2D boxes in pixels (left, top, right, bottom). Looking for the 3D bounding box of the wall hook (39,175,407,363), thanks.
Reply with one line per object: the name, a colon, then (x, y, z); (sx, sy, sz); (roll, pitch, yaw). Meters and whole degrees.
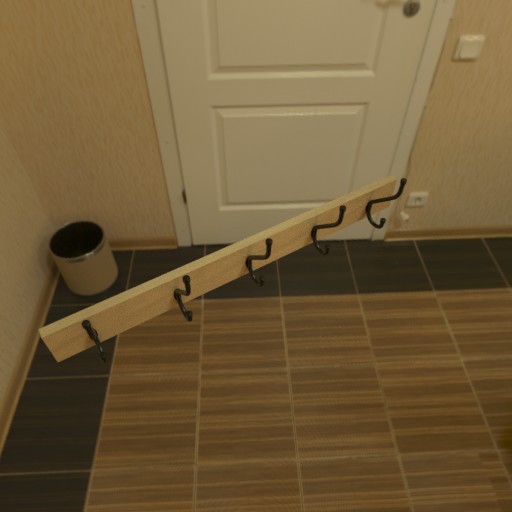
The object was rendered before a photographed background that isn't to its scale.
wall hook: (0.000, 0.000, 0.615); (0.571, 0.117, 0.071); (-25, 52, -21)
